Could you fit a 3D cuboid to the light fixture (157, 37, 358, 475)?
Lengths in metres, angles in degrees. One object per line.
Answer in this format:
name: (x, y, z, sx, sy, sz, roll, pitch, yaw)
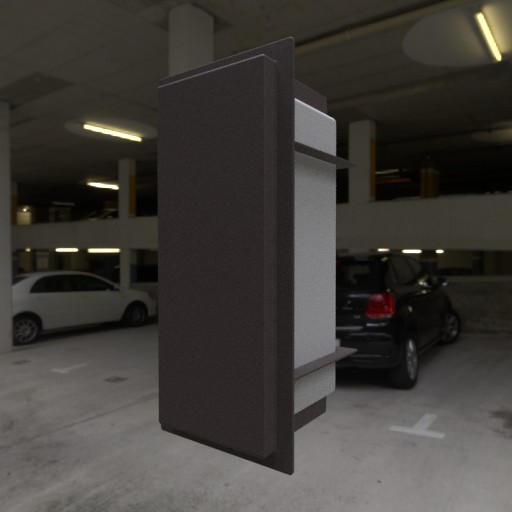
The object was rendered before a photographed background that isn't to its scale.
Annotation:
light fixture: (0.000, 0.000, 0.439, 0.153, 0.347, 0.146, 1, 1, 36)
